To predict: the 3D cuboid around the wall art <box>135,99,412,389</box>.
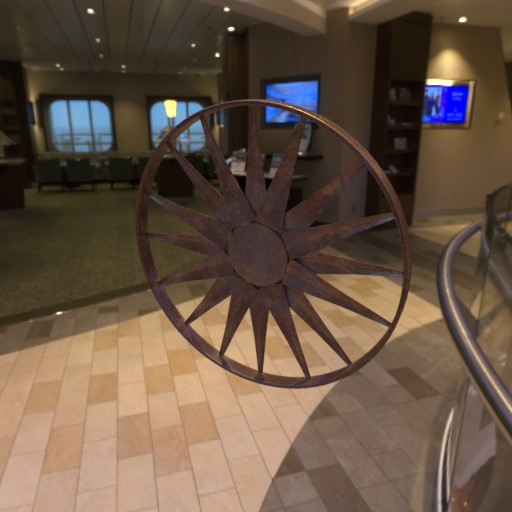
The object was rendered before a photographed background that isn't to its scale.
[{"bbox_3d":[0.000,0.000,0.874,0.582,0.583,0.084,8,18,26],"label":"wall art"}]
